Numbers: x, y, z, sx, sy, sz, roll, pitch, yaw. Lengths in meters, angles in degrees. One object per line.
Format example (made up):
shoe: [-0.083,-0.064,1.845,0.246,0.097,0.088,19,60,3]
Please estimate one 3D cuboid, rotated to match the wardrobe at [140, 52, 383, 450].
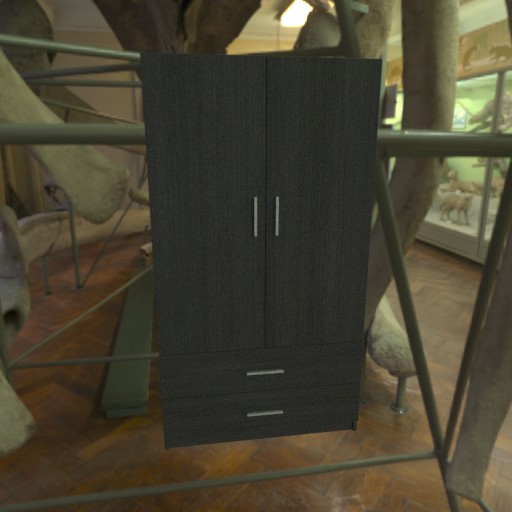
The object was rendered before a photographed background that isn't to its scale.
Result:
wardrobe: [0.000,0.000,2.270,0.991,1.808,0.577,-2,15,-8]
